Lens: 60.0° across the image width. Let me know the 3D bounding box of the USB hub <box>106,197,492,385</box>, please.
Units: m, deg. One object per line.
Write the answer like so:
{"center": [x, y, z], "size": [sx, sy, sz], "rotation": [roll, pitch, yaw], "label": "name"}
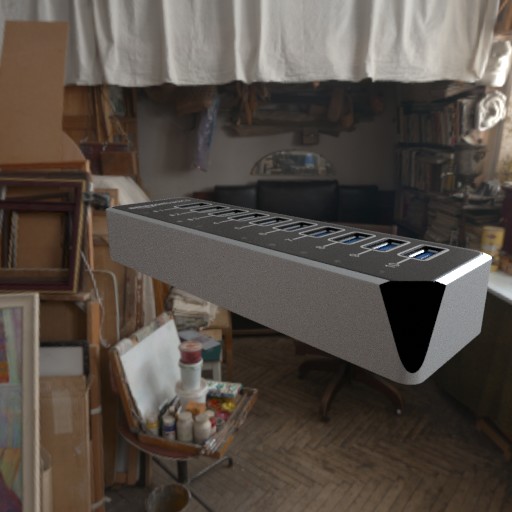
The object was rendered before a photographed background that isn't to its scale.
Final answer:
{"center": [0.000, 0.000, 0.160], "size": [0.044, 0.023, 0.145], "rotation": [-16, 22, -42], "label": "USB hub"}
